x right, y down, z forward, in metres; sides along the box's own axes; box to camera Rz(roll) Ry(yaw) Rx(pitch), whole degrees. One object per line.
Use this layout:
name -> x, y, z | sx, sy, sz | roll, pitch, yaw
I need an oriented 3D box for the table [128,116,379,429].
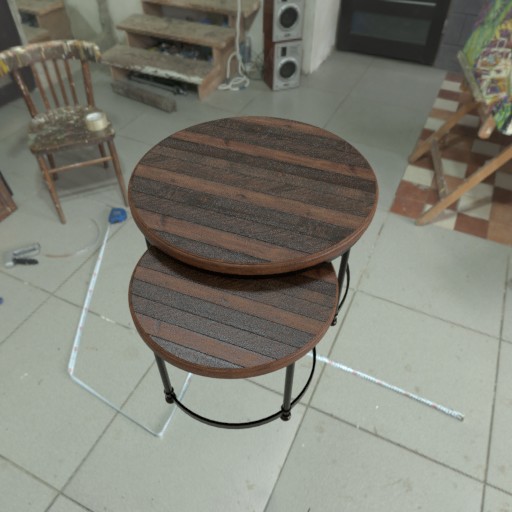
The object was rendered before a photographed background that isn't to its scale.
table -> 0.000, 0.000, 1.643 | 0.870, 0.516, 1.152 | -3, 46, -3
